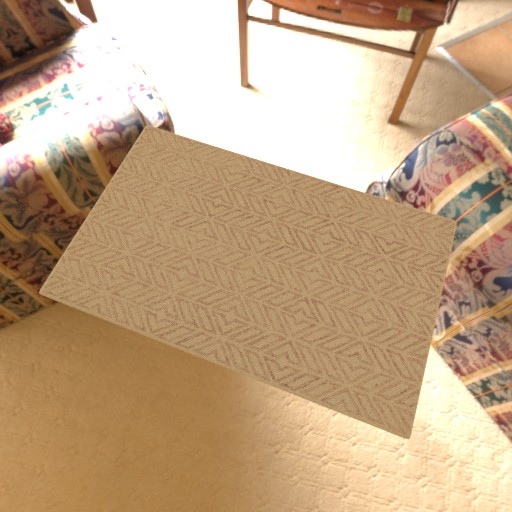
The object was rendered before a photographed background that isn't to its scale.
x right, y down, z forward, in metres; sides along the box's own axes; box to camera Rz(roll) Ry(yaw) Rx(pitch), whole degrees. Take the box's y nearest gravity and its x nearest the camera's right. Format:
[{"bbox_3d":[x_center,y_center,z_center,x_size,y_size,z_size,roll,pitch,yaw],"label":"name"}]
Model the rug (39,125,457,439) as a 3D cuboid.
[{"bbox_3d":[0.000,0.000,2.988,2.438,0.008,1.523,19,66,9],"label":"rug"}]
